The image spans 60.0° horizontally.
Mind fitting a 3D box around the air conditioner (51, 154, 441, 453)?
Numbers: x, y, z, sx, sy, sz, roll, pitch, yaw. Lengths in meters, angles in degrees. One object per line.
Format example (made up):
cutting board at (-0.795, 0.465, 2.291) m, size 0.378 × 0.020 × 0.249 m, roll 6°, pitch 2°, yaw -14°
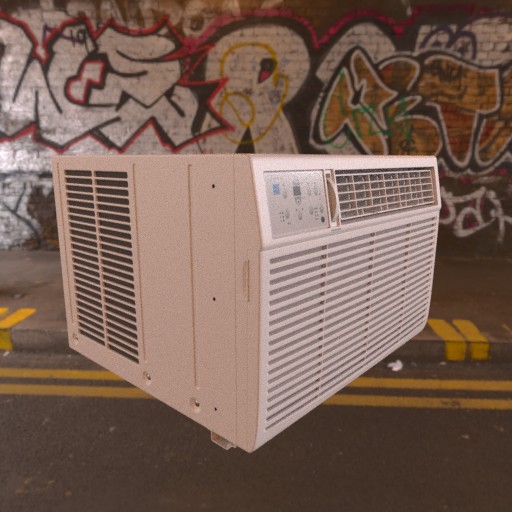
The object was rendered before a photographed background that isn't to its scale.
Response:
air conditioner at (0.000, 0.000, 1.027) m, size 0.599 × 0.455 × 0.645 m, roll 11°, pitch 16°, yaw 41°
